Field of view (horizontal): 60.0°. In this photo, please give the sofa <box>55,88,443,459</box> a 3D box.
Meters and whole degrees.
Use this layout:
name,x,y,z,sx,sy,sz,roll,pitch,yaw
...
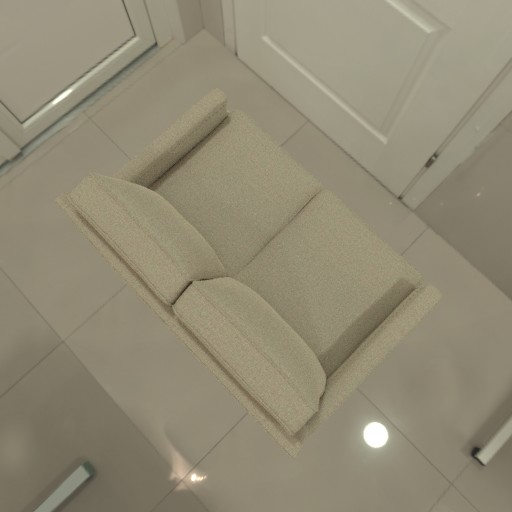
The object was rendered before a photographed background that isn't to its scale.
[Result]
name,x,y,z,sx,sy,sz,roll,pitch,yaw
sofa,0.000,0.000,2.273,1.084,1.003,1.597,-43,80,-10
